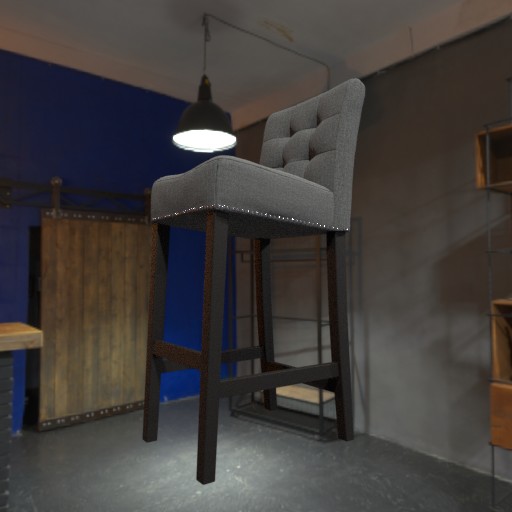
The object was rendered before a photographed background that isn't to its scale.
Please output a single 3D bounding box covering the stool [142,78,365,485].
[{"bbox_3d":[0.000,0.000,1.302,0.548,1.047,0.411,1,-2,-37],"label":"stool"}]
